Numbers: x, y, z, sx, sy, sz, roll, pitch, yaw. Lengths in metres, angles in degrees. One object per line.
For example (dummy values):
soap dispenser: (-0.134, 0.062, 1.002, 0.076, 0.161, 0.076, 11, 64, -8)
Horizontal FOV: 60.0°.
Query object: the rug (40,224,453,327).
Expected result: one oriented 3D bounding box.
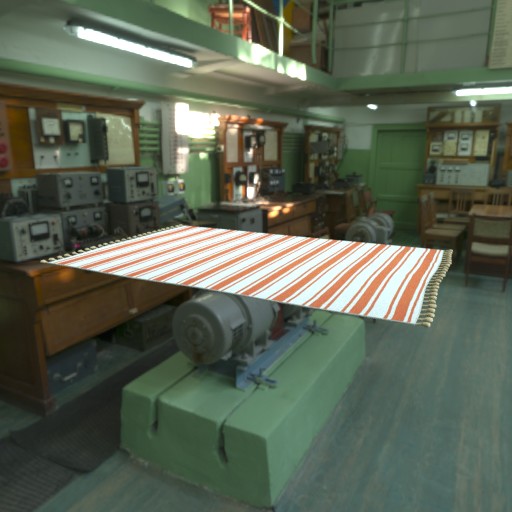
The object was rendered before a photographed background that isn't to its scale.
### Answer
rug: (0.000, 0.000, 3.054, 2.433, 0.022, 1.556, 7, 15, 26)
